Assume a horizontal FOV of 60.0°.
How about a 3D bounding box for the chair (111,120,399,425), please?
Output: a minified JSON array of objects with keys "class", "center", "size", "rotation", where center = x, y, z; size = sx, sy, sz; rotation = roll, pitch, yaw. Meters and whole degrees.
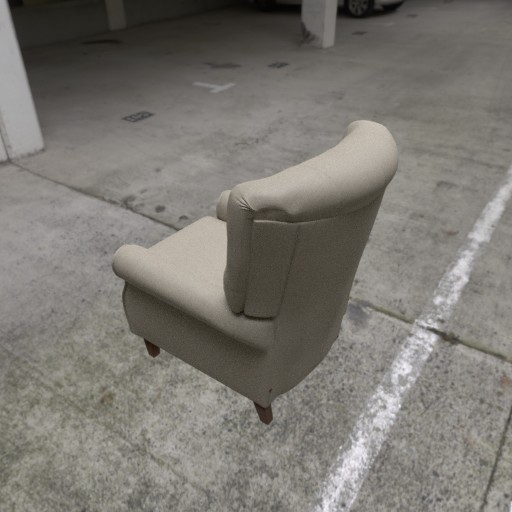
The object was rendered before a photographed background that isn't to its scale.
[{"class":"chair","center":[0.000,0.000,1.982],"size":[1.059,1.158,0.943],"rotation":[21,38,29]}]
